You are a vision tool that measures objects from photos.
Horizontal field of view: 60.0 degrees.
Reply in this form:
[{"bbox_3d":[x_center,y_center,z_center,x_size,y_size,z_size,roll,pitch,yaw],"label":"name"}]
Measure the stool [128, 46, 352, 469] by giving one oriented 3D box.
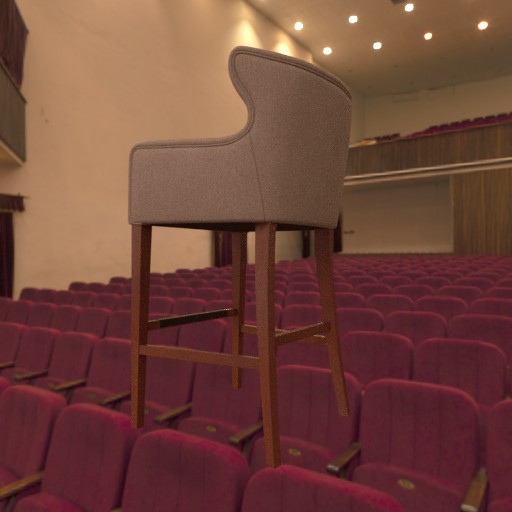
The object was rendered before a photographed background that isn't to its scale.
[{"bbox_3d":[0.000,0.000,1.404,0.575,1.047,0.575,0,0,35],"label":"stool"}]
